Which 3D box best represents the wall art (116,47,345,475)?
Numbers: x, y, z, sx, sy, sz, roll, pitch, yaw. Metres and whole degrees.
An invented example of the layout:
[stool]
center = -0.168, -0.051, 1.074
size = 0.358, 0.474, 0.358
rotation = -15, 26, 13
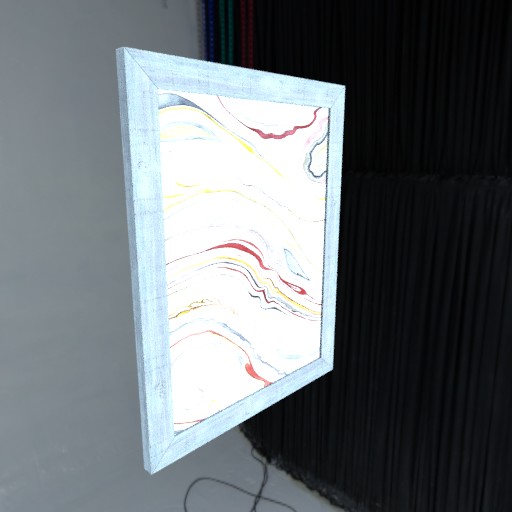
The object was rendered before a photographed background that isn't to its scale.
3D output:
[wall art]
center = 0.000, 0.000, 0.788
size = 0.020, 0.613, 0.481
rotation = 13, 19, 43
